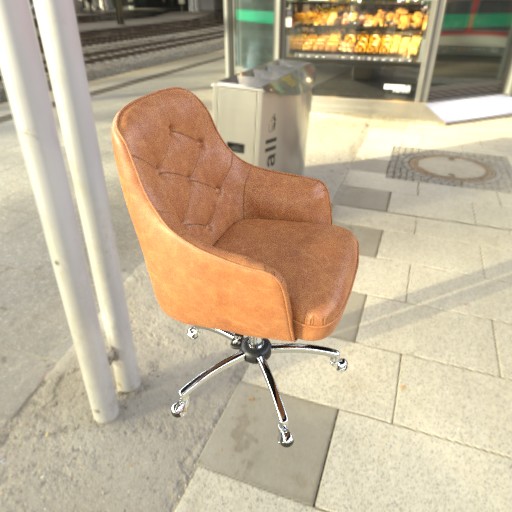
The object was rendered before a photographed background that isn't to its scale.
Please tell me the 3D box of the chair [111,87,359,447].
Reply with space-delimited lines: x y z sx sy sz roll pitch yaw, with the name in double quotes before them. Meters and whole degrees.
"chair" 0.000 0.000 1.334 0.615 0.909 0.628 9 32 16
